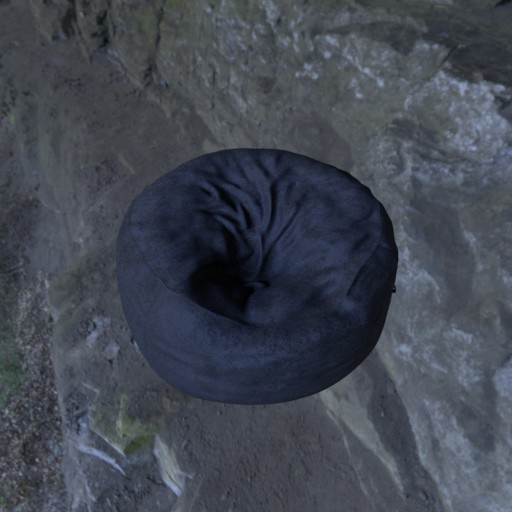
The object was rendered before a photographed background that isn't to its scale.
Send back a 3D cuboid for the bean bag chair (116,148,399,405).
[{"bbox_3d":[0.000,0.000,2.464,1.525,0.751,1.525,0,46,0],"label":"bean bag chair"}]
